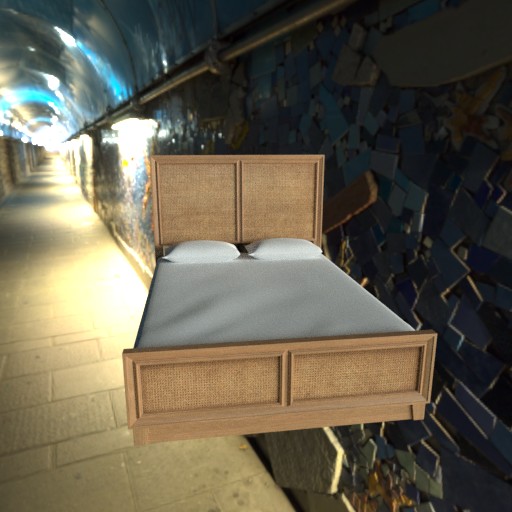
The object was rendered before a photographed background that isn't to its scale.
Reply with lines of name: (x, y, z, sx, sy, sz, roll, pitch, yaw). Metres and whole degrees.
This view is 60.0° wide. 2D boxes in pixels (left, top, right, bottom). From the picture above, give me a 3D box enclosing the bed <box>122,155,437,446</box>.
bed: (0.000, 0.000, 3.222, 1.606, 1.387, 2.184, -2, 14, -8)
